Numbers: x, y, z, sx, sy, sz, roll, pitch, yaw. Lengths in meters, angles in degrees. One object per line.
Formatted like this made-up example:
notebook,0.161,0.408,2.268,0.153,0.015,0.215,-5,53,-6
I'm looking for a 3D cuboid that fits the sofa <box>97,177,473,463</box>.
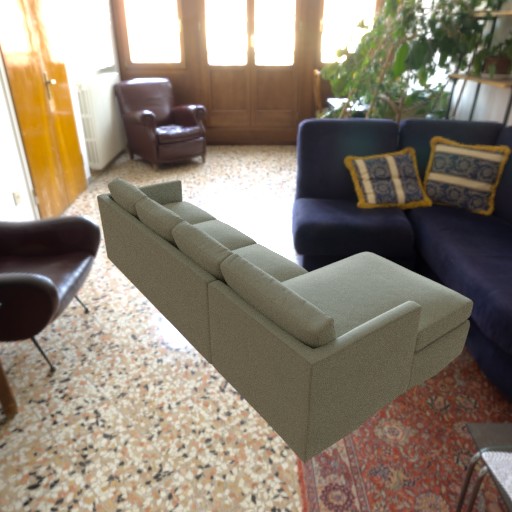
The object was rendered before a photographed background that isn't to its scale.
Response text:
sofa,0.000,0.000,3.877,1.650,0.922,3.205,-19,32,-32
